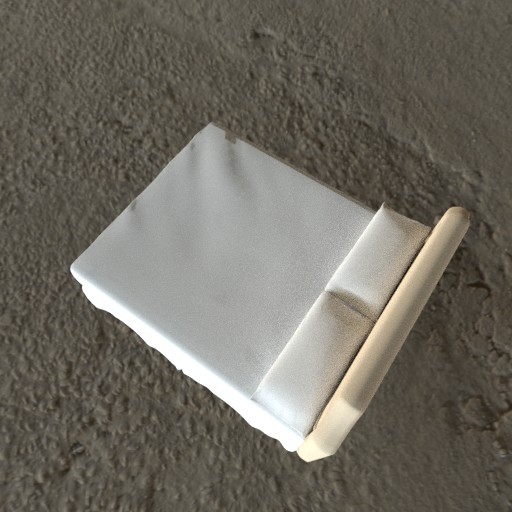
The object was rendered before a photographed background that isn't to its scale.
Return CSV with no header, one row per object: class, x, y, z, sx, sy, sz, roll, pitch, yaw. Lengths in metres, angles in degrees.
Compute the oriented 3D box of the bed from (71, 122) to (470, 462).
bed,0.000,0.000,3.746,2.548,1.524,2.134,32,68,15
